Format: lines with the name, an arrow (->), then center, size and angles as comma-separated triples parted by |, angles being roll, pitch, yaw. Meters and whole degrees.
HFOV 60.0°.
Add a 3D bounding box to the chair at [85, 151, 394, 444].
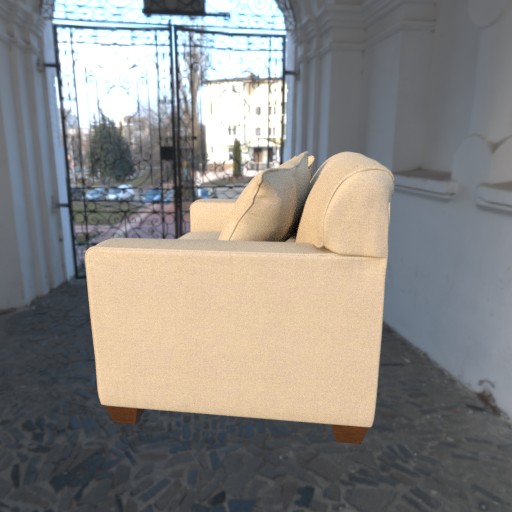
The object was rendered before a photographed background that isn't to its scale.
chair -> 0.000, 0.000, 2.049 | 1.000, 0.948, 1.383 | 2, 14, 8
